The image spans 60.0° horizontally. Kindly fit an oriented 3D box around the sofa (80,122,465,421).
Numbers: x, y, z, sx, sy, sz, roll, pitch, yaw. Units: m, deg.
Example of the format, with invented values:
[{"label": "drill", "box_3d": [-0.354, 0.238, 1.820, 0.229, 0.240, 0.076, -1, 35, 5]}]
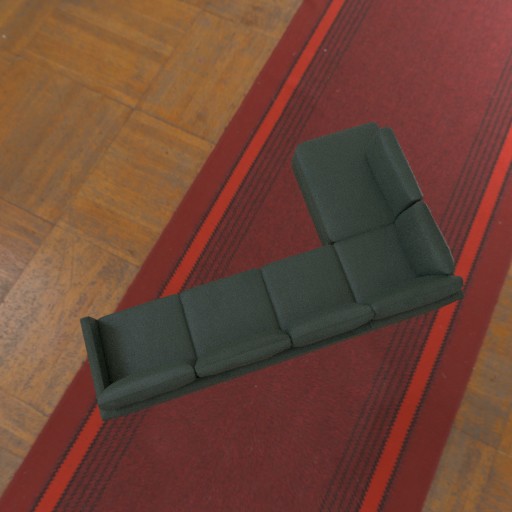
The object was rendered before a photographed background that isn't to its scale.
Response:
[{"label": "sofa", "box_3d": [0.000, 0.000, 4.334, 3.384, 0.996, 2.048, -18, 74, -5]}]
